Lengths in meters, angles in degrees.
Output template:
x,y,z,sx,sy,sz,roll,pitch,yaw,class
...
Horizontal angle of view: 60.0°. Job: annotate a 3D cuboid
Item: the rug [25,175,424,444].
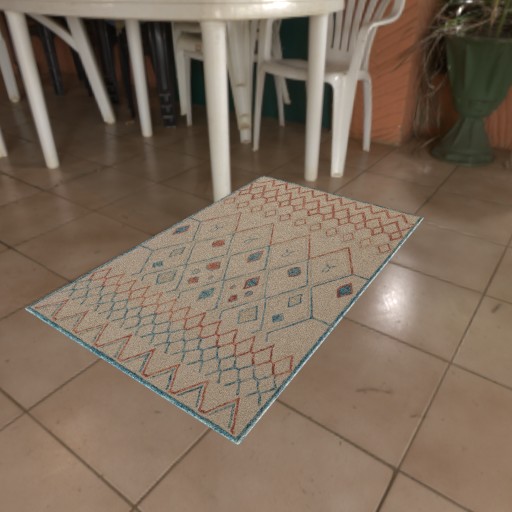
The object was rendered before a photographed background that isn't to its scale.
x,y,z,sx,sy,sz,roll,pitch,yaw,class
0.000,0.000,3.012,1.524,0.015,2.438,20,38,29,rug
